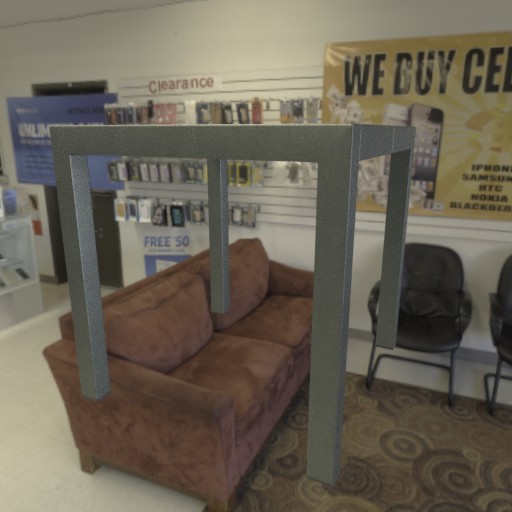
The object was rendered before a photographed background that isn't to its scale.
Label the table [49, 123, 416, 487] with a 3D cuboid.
[{"bbox_3d":[0.000,0.000,0.903,0.508,0.508,0.508,8,18,26],"label":"table"}]
